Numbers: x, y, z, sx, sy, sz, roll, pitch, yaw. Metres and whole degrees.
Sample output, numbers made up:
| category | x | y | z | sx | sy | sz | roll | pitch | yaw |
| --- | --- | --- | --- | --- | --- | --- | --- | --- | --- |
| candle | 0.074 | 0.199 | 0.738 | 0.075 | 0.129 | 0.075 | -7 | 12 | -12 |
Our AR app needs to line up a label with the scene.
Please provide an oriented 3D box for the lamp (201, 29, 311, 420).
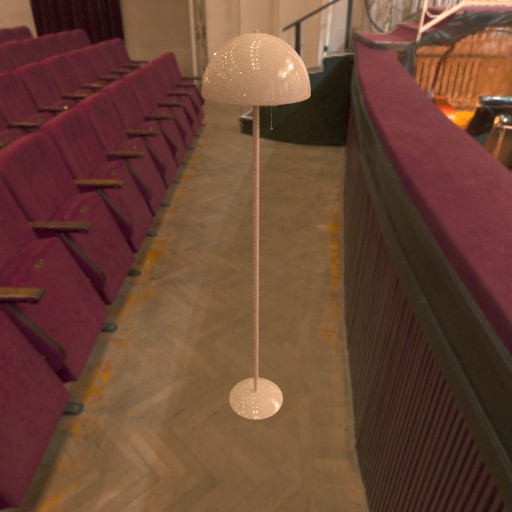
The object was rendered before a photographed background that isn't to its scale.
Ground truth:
| category | x | y | z | sx | sy | sz | roll | pitch | yaw |
| --- | --- | --- | --- | --- | --- | --- | --- | --- | --- |
| lamp | 0.000 | 0.000 | 1.624 | 0.328 | 1.480 | 0.328 | 0 | 30 | 1 |
